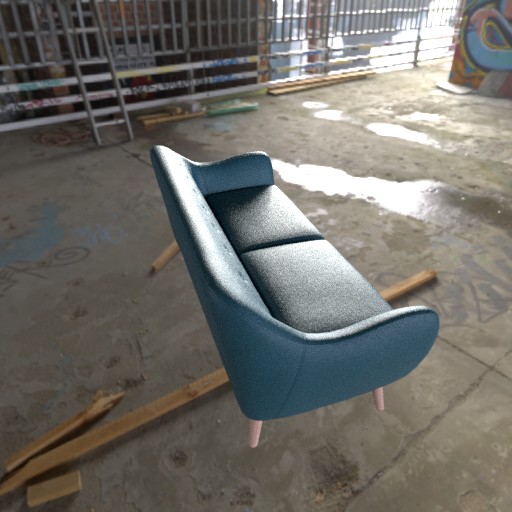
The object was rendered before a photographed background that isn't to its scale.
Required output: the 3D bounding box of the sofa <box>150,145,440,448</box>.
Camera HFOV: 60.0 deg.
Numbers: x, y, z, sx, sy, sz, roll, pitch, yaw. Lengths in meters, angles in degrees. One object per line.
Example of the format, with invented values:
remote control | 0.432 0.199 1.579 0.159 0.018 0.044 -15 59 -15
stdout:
sofa | 0.000 0.000 2.284 0.820 0.836 1.840 -10 33 -16
